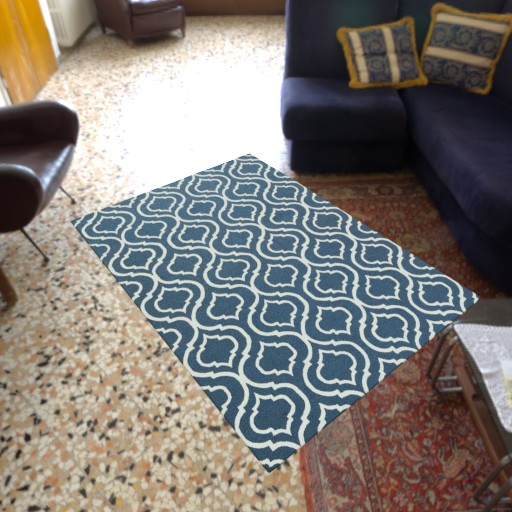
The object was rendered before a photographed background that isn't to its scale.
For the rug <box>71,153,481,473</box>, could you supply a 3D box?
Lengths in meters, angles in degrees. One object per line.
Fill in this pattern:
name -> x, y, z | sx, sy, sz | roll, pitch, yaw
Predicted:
rug -> 0.000, 0.000, 4.341 | 2.438, 0.010, 3.353 | -28, 48, -28
